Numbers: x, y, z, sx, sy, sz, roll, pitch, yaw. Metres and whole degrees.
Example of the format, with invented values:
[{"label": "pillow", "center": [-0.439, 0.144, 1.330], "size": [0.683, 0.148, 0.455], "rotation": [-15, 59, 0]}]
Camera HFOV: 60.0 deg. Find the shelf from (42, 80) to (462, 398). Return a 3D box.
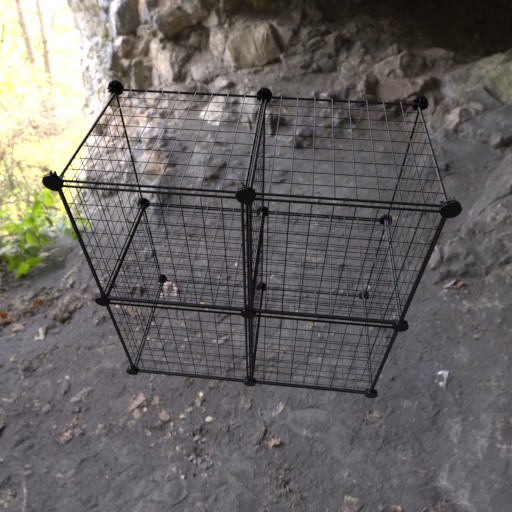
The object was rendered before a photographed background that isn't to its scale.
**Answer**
[{"label": "shelf", "center": [0.000, 0.000, 1.117], "size": [0.711, 0.711, 0.356], "rotation": [4, 47, 4]}]
